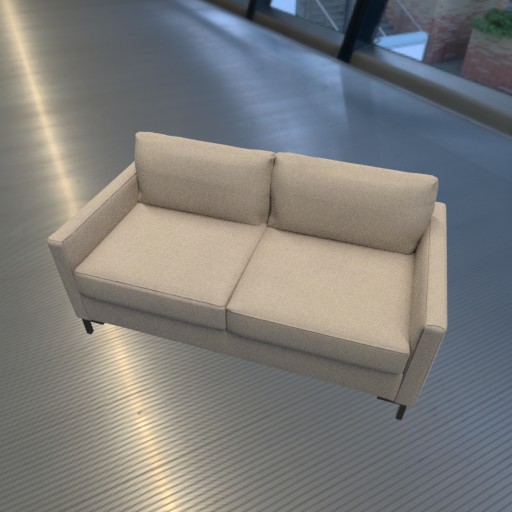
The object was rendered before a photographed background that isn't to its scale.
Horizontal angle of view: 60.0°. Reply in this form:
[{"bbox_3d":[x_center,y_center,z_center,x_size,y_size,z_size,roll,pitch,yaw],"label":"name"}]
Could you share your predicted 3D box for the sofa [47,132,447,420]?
[{"bbox_3d":[0.000,0.000,2.149,1.682,0.840,0.875,12,41,14],"label":"sofa"}]
